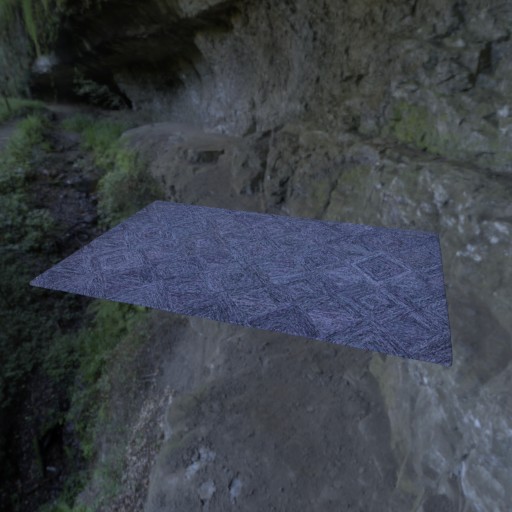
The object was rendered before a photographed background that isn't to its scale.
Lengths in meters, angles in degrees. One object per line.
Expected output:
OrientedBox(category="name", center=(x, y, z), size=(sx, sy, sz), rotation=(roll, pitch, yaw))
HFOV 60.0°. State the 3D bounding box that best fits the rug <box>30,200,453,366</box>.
OrientedBox(category="rug", center=(0.000, 0.000, 2.200), size=(1.752, 0.013, 1.158), rotation=(8, 28, 16))
